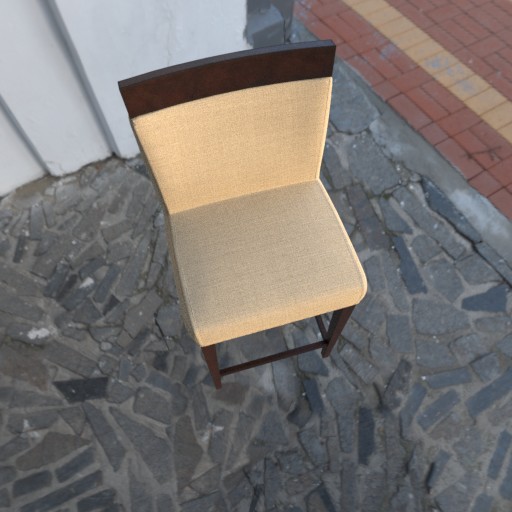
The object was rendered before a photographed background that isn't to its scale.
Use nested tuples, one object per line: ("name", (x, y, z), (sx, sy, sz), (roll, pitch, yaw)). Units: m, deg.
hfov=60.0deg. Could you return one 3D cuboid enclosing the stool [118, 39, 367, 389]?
("stool", (0.000, 0.000, 1.408), (0.511, 1.117, 0.531), (-14, 64, -7))
